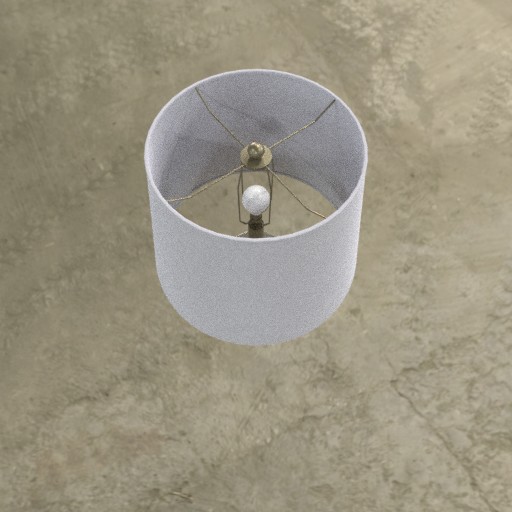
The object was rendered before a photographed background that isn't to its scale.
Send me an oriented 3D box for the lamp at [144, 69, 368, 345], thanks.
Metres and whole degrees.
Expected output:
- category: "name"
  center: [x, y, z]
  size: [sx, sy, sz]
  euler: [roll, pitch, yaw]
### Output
- category: "lamp"
  center: [0.000, 0.000, 0.550]
  size: [0.239, 0.399, 0.239]
  euler: [0, 62, 0]
